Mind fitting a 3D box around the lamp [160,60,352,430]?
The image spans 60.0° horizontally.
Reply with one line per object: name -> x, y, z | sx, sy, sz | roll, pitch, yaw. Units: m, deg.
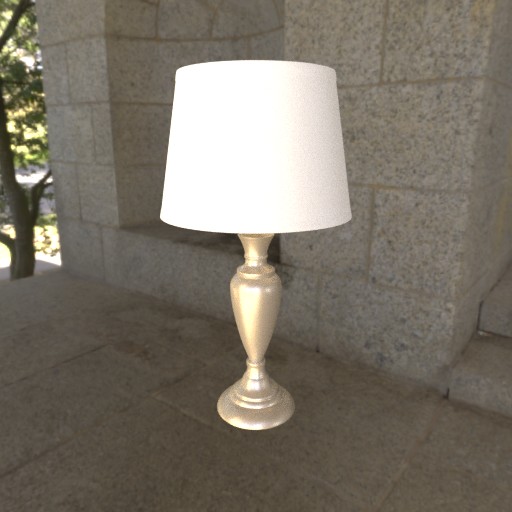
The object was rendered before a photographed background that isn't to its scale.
lamp -> 0.000, 0.000, 0.796 | 0.328, 0.612, 0.328 | 0, 15, 0
